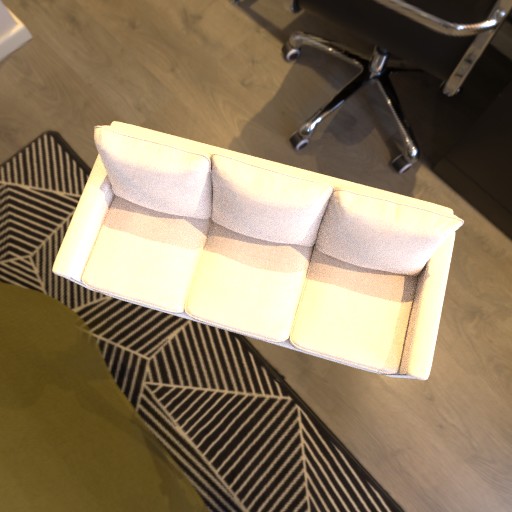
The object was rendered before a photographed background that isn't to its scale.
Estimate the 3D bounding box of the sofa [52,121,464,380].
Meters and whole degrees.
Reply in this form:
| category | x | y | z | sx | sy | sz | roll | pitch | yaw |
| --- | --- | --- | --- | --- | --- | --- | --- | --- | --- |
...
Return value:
| category | x | y | z | sx | sy | sz | roll | pitch | yaw |
| --- | --- | --- | --- | --- | --- | --- | --- | --- | --- |
| sofa | 0.000 | 0.000 | 2.384 | 1.925 | 0.961 | 0.828 | 15 | 76 | 4 |
